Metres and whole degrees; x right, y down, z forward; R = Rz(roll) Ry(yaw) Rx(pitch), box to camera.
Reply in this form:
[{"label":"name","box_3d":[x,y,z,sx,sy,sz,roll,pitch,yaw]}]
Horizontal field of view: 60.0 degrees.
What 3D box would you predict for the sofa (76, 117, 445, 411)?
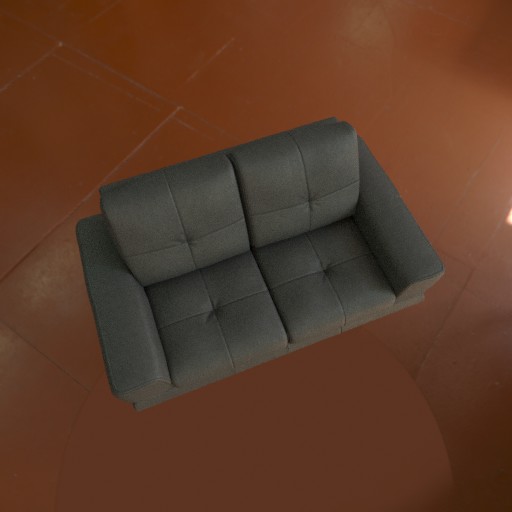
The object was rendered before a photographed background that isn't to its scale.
[{"label":"sofa","box_3d":[0.000,0.000,2.442,1.806,0.907,1.018,-19,65,-9]}]
